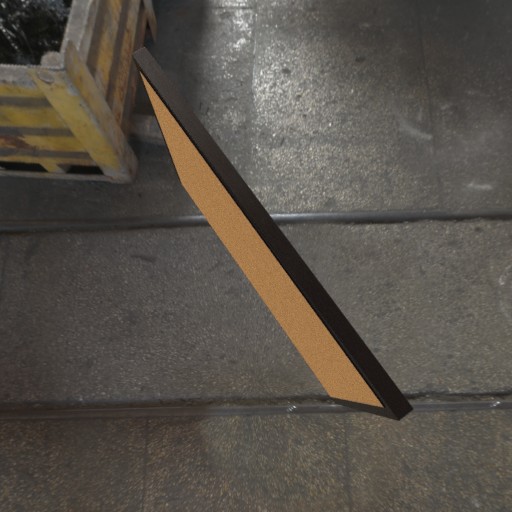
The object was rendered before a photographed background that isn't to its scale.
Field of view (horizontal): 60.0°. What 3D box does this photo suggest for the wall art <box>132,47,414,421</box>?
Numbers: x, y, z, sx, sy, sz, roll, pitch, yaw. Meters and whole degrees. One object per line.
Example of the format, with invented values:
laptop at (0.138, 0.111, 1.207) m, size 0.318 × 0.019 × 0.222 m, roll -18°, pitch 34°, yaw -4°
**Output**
wall art at (0.000, 0.000, 0.843) m, size 0.027 × 0.458 × 0.657 m, roll -33°, pitch 77°, yaw -9°
